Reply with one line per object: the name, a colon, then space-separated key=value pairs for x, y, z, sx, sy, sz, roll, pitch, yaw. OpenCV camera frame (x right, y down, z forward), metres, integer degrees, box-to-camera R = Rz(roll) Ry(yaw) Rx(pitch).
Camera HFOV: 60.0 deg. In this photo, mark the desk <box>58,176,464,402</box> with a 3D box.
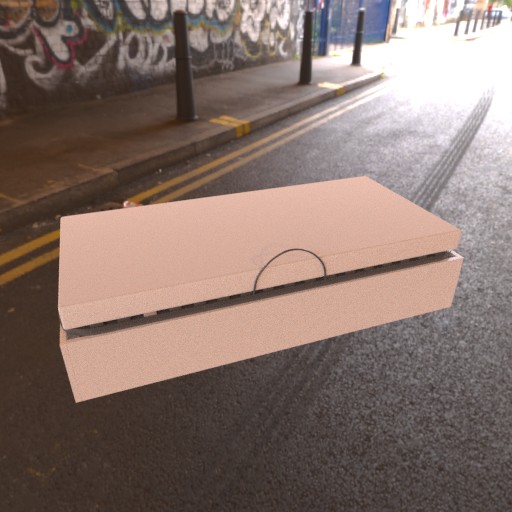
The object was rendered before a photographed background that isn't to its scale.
desk: x=0.000 y=0.000 z=2.329 sx=1.900 sy=0.526 sz=0.900 roll=-10 pitch=31 yaw=-18
